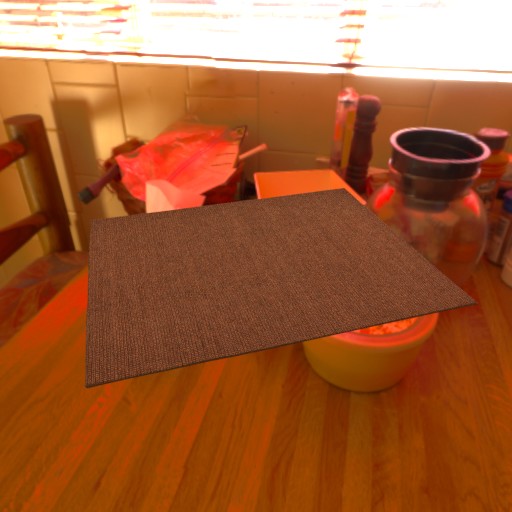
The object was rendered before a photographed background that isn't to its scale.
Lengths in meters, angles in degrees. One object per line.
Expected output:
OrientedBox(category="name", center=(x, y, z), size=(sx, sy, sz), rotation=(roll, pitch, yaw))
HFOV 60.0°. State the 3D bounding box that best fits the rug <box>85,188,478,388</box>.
OrientedBox(category="rug", center=(0.000, 0.000, 4.239), size=(3.068, 0.021, 2.456), rotation=(-9, 33, -14))
